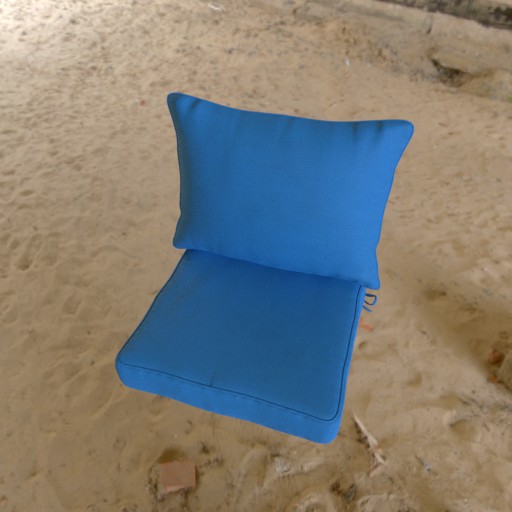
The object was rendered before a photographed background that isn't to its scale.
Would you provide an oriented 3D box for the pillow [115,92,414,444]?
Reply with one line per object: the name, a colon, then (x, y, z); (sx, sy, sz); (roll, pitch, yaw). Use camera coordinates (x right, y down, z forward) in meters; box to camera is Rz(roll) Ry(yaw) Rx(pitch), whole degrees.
pillow: (0.000, 0.000, 1.359); (0.798, 0.725, 0.733); (12, 43, 13)
